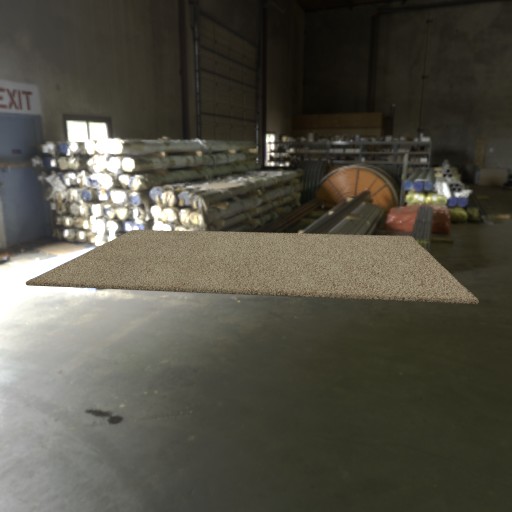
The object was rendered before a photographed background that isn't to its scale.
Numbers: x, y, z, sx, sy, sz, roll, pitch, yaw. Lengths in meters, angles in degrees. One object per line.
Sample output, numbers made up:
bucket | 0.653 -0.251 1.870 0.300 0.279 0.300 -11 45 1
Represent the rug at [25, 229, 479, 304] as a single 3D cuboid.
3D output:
rug | 0.000 0.000 3.495 2.743 0.030 1.778 2 14 7
